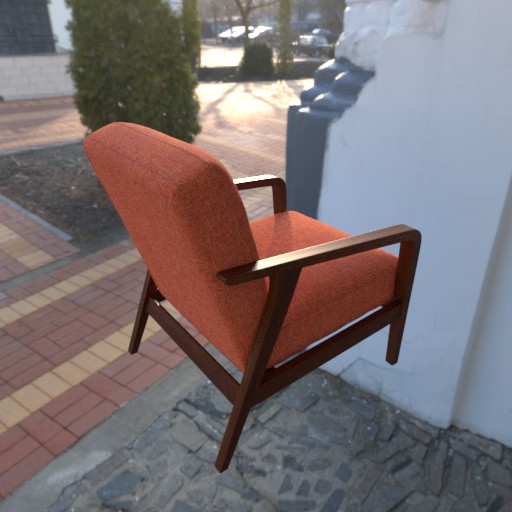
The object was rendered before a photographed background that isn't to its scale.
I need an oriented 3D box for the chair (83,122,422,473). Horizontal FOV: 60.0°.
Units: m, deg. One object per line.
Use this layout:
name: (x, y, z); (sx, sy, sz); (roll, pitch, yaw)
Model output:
chair: (0.000, 0.000, 1.492); (0.860, 0.890, 0.719); (-19, 32, -32)
